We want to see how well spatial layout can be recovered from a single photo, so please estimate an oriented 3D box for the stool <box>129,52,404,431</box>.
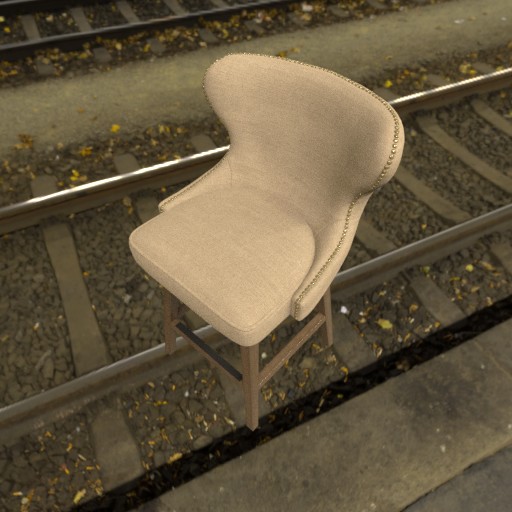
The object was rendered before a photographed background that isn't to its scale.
[{"bbox_3d":[0.000,0.000,1.358,0.615,0.972,0.597,34,56,27],"label":"stool"}]
